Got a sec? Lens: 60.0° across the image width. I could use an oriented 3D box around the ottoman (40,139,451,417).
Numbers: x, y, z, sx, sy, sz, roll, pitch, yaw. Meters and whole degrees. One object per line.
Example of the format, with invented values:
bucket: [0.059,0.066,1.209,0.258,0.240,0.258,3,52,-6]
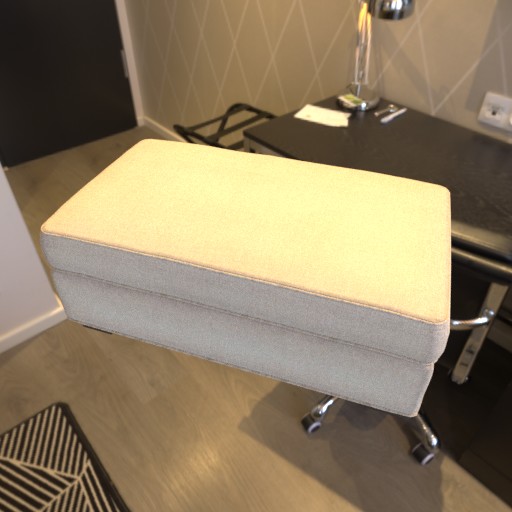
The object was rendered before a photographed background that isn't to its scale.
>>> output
ottoman: [0.000,0.000,1.405,1.097,0.448,0.617,12,42,14]
